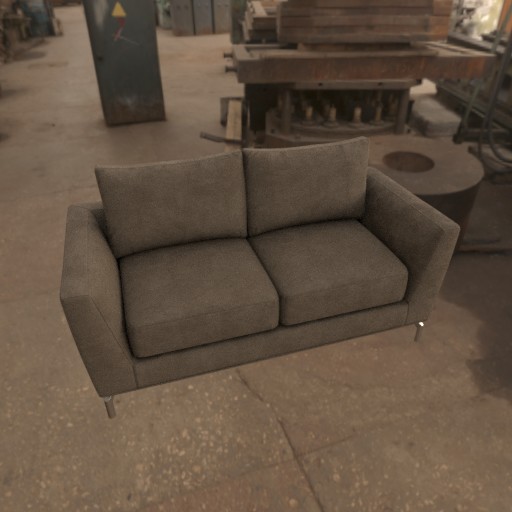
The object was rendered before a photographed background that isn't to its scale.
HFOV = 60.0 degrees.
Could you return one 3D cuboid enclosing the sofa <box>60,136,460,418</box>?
[{"bbox_3d":[0.000,0.000,2.364,1.832,1.013,0.855,-10,34,-15],"label":"sofa"}]
